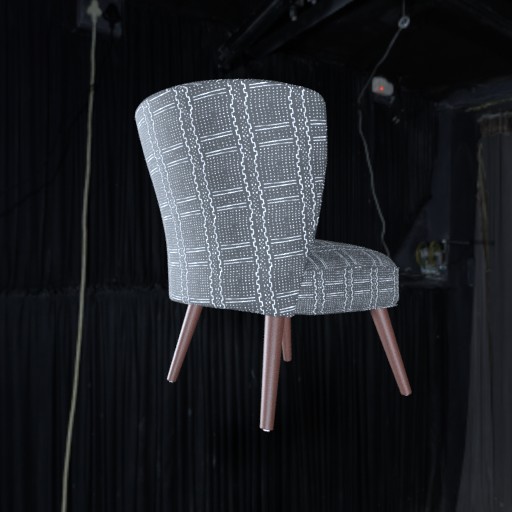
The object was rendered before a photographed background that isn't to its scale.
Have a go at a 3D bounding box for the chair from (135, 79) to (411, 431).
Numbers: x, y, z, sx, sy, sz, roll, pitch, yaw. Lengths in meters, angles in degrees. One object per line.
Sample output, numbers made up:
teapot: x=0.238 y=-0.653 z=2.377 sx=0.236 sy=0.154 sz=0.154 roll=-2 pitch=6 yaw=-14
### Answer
chair: x=0.000 y=0.000 z=1.417 sx=0.758 sy=0.866 sz=0.710 roll=1 pitch=-1 yaw=-35
